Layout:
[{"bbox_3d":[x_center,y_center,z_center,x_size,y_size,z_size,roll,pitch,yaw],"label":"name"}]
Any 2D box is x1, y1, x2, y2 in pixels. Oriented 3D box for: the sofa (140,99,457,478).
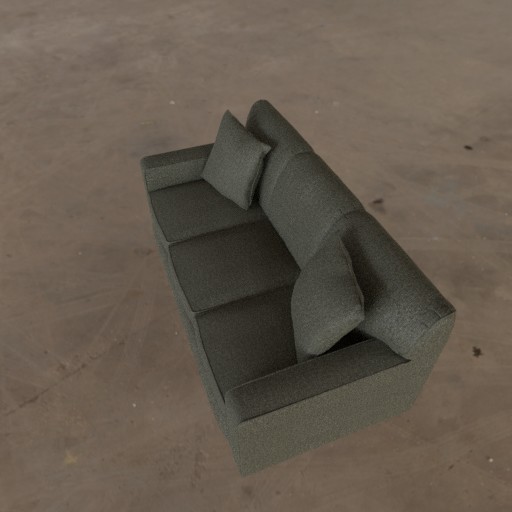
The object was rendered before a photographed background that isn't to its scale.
[{"bbox_3d":[0.000,0.000,2.573,0.997,0.958,2.024,-15,47,-15],"label":"sofa"}]
